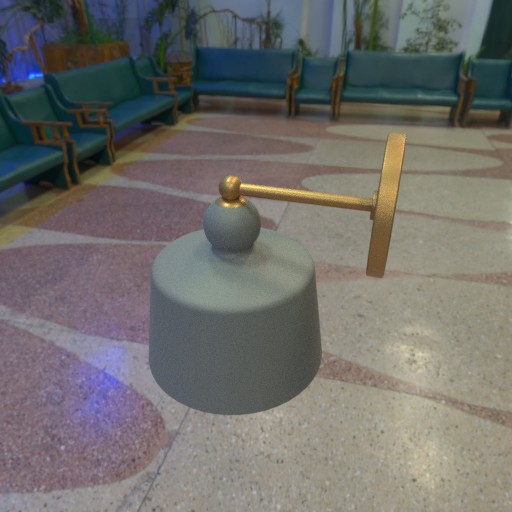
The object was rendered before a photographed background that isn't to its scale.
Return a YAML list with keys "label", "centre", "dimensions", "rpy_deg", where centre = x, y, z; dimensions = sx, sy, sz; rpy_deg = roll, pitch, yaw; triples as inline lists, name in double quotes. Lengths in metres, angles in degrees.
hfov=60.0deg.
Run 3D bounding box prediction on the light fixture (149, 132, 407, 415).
- label: "light fixture"
  centre: [0.000, 0.000, 0.457]
  dimensions: [0.254, 0.268, 0.204]
  rpy_deg: [9, 32, 15]
